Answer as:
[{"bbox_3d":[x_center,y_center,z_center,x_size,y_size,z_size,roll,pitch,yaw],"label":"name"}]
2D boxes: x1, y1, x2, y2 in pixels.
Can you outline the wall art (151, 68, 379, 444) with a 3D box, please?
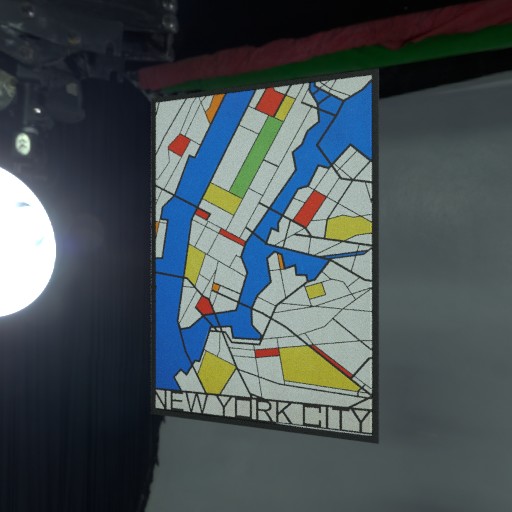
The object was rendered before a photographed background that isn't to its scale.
[{"bbox_3d":[0.000,0.000,0.855,0.457,0.657,0.013,0,0,19],"label":"wall art"}]
